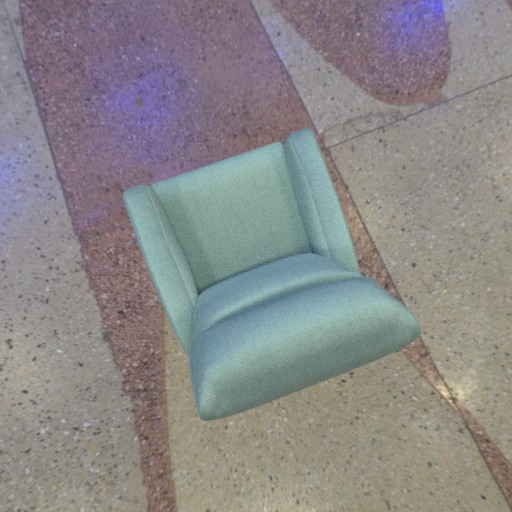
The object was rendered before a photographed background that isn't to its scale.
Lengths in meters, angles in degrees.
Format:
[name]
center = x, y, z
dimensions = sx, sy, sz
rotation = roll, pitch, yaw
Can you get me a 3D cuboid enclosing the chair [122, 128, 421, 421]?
[chair]
center = 0.000, 0.000, 1.651
dimensions = 0.812, 1.013, 0.940
rotation = -20, 77, -5
